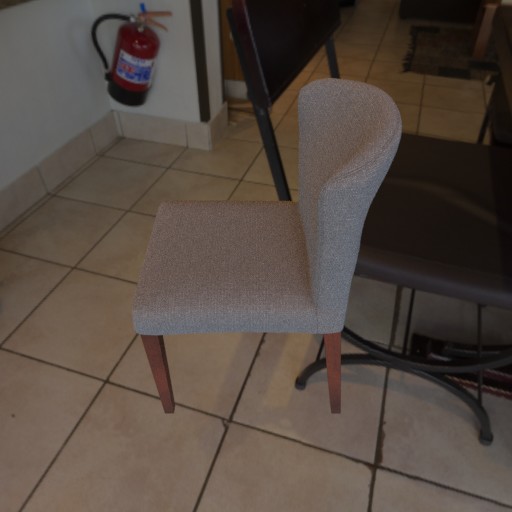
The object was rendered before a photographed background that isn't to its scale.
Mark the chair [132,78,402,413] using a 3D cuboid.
[{"bbox_3d":[0.000,0.000,1.185,0.589,0.839,0.491,0,41,0],"label":"chair"}]
